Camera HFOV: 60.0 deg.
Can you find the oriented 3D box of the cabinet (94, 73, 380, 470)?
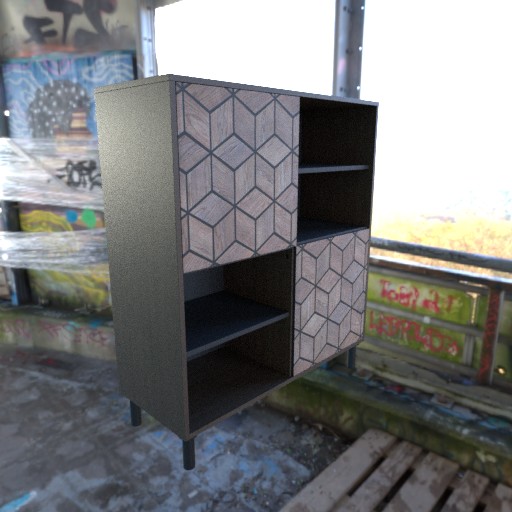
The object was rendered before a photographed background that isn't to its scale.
[{"bbox_3d":[0.000,0.000,1.711,0.400,1.170,1.010,13,19,43],"label":"cabinet"}]
